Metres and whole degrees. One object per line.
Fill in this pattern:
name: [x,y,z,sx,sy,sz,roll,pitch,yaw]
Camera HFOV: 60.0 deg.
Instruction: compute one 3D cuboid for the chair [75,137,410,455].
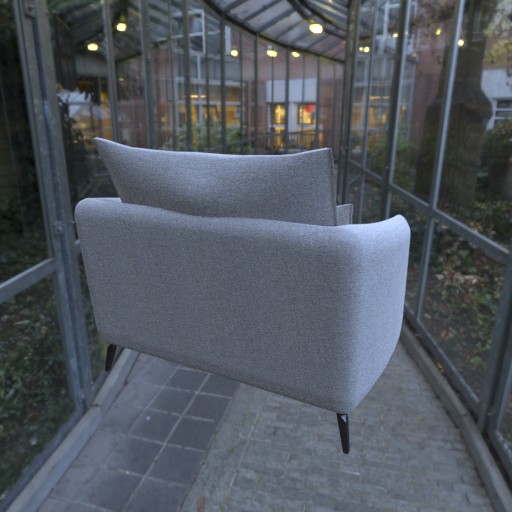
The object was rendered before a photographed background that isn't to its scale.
chair: [0.000,0.000,1.627,1.029,0.856,0.801,9,20,26]
